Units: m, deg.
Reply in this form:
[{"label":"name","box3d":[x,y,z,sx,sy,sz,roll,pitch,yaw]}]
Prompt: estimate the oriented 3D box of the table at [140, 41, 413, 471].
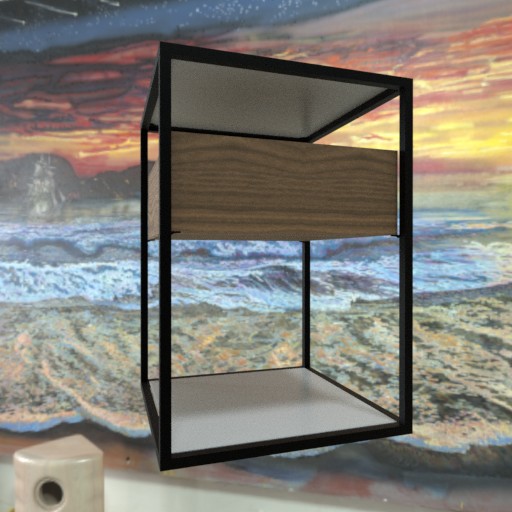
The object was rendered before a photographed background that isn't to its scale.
[{"label":"table","box3d":[0.000,0.000,0.794,0.378,0.540,0.378,0,0,-18]}]
